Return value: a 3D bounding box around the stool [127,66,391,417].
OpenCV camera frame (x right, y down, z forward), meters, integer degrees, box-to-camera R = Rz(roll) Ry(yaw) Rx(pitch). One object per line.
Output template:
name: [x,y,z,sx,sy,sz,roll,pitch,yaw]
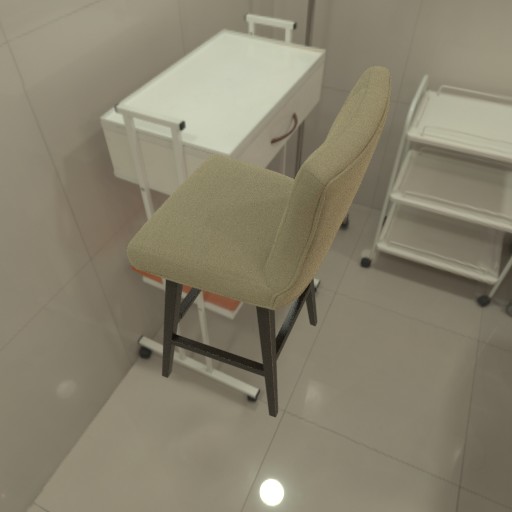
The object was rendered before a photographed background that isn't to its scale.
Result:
stool: [0.000,0.000,1.388,0.574,1.086,0.514,18,49,17]
